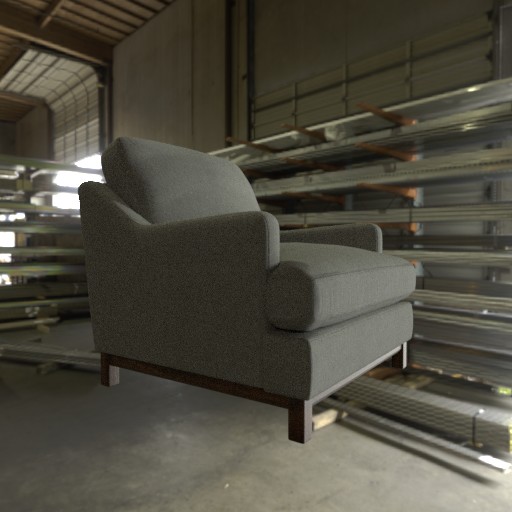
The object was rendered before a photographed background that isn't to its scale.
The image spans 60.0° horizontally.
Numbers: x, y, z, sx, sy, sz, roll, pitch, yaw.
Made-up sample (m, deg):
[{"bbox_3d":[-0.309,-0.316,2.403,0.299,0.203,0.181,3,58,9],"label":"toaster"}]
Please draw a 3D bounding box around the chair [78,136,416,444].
[{"bbox_3d":[0.000,0.000,1.534,0.892,0.821,0.826,1,2,35],"label":"chair"}]
